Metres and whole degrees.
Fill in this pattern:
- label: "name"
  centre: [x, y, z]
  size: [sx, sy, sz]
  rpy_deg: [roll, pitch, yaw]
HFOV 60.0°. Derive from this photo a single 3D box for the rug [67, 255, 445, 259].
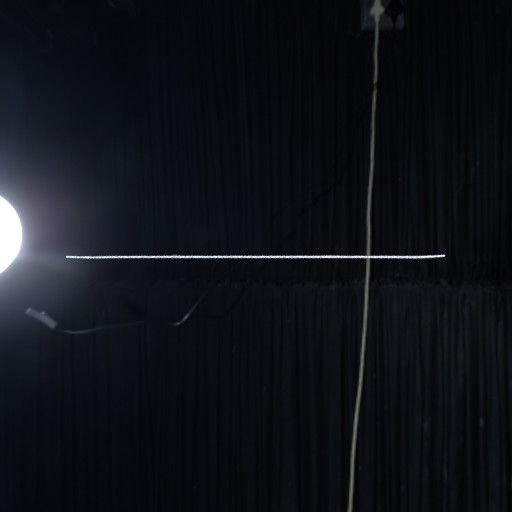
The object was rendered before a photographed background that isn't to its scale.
- label: "rug"
  centre: [0.000, 0.000, 2.314]
  size: [1.209, 0.019, 1.828]
  rpy_deg: [0, 0, 0]
